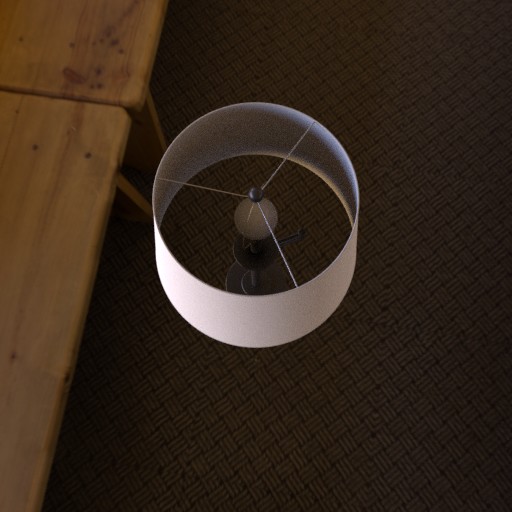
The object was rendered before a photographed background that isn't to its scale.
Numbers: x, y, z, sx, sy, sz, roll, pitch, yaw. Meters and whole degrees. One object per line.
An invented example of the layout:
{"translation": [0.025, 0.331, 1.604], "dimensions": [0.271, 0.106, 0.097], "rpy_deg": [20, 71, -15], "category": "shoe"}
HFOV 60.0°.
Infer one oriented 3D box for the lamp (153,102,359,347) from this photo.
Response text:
{"translation": [0.000, 0.000, 0.886], "dimensions": [0.363, 0.696, 0.363], "rpy_deg": [0, 77, 0], "category": "lamp"}
